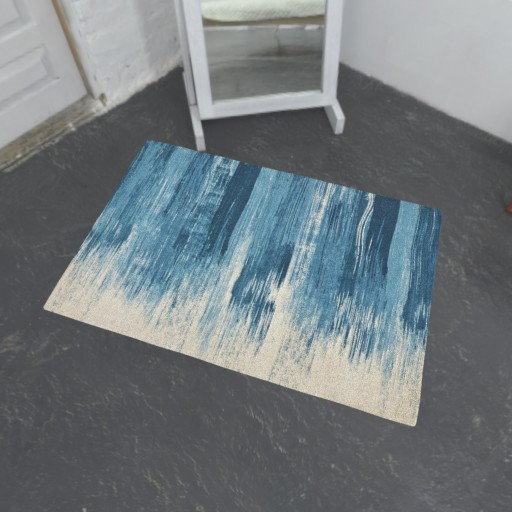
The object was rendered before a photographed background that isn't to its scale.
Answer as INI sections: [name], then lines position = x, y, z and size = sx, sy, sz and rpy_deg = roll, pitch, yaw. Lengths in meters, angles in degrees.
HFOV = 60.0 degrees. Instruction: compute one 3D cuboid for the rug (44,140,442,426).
[rug]
position = 0.000, 0.000, 2.351
size = 1.836, 0.009, 1.232
rpy_deg = 15, 60, 9
